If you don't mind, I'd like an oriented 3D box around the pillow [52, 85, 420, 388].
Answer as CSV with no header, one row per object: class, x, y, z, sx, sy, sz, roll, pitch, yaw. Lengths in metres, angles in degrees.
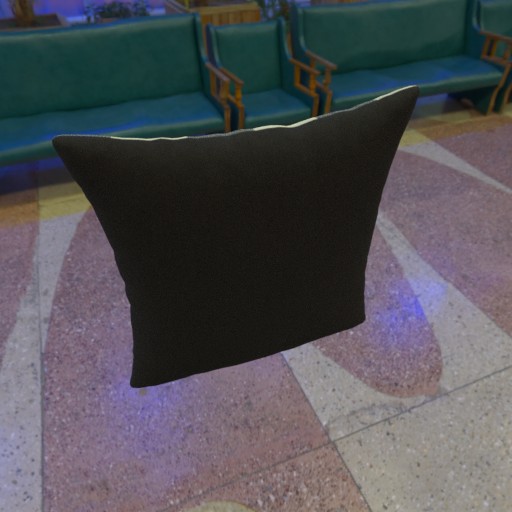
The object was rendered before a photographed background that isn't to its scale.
pillow,0.000,0.000,0.748,0.511,0.509,0.161,-13,42,-15
